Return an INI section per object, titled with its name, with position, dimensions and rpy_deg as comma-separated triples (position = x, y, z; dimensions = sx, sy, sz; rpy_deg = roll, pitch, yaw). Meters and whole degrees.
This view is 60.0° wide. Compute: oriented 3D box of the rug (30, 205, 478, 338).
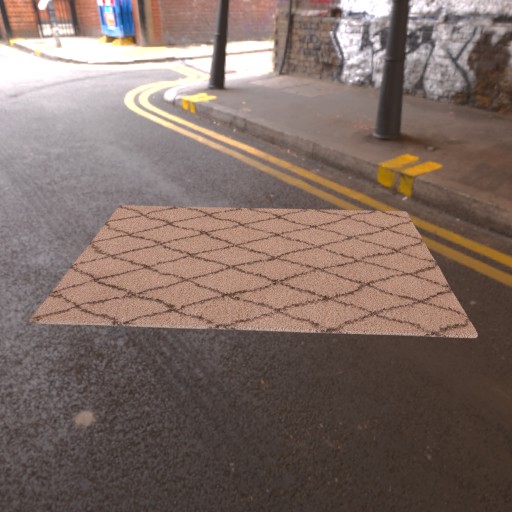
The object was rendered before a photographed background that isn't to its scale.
[rug]
position = 0.000, 0.000, 3.461
dimensions = 2.743, 0.030, 1.778
rpy_deg = 1, 30, 3
